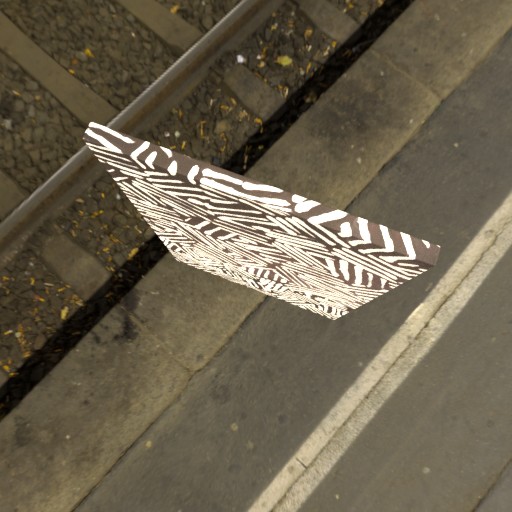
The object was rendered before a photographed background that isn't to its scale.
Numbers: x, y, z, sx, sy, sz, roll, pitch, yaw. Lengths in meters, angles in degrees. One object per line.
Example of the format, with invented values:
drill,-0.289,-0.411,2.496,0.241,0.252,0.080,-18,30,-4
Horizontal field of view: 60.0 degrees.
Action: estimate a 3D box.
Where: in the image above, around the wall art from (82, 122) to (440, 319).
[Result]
wall art,0.000,0.000,1.168,0.615,0.918,0.035,20,77,5
